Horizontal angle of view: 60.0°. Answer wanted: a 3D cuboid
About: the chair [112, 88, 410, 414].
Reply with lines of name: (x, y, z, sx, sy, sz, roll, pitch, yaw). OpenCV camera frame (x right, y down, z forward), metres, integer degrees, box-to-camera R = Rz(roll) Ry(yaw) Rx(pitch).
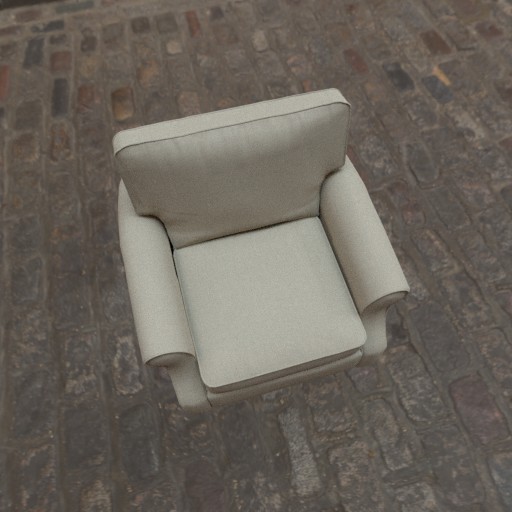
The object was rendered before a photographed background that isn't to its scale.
chair: (0.000, 0.000, 1.823, 1.029, 0.967, 0.966, -14, 63, -7)
